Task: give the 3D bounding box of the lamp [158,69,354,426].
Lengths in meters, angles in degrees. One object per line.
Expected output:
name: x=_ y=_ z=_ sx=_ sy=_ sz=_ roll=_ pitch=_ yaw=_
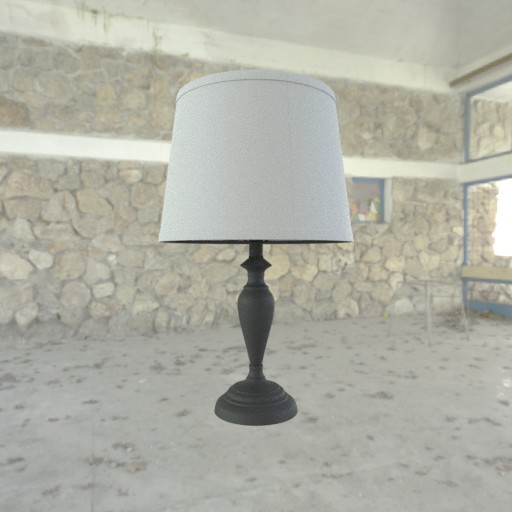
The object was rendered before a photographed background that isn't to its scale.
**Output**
lamp: x=0.000 y=0.000 z=0.720 sx=0.310 sy=0.501 sz=0.310 roll=0 pitch=0 yaw=0
